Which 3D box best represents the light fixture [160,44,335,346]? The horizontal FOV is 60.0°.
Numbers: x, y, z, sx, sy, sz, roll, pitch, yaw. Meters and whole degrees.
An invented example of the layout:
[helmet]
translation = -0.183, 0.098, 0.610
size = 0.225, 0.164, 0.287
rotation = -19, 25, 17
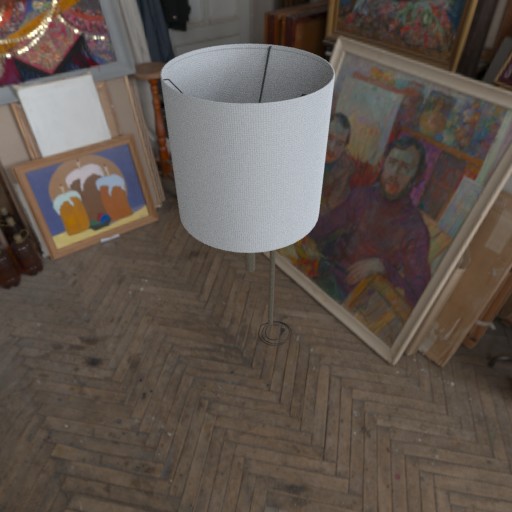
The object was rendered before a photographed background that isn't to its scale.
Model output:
[light fixture]
translation = 0.000, 0.000, 0.697
size = 0.188, 0.589, 0.248
rotation = 12, 43, 13
